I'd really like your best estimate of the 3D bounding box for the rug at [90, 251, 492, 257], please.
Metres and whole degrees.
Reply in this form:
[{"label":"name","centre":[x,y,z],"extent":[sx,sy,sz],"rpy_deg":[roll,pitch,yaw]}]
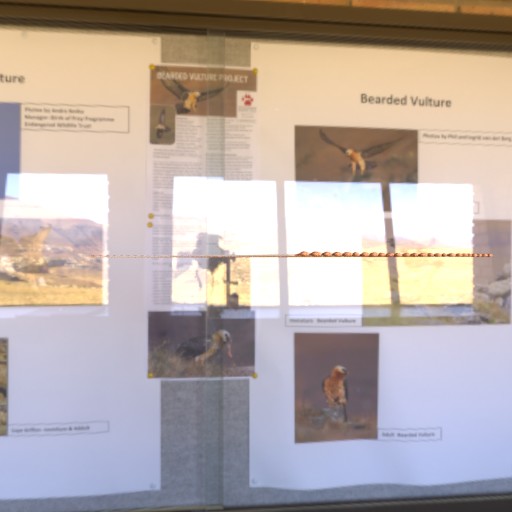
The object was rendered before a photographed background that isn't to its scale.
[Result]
[{"label":"rug","centre":[0.000,0.000,2.534],"extent":[1.232,0.017,2.092],"rpy_deg":[0,0,-38]}]
